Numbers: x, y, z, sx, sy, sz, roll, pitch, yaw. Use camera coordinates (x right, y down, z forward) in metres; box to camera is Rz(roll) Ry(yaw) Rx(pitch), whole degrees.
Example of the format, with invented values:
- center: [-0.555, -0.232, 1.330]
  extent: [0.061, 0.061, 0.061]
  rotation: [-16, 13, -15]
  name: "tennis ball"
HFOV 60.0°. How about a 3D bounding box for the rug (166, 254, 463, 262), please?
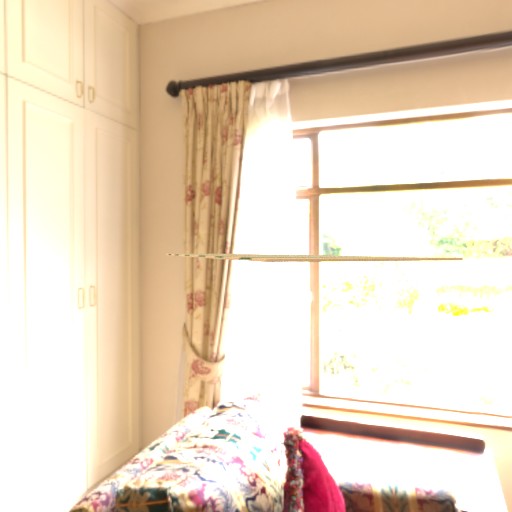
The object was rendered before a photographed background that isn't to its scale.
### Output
- center: [0.000, 0.000, 2.639]
  extent: [0.768, 0.012, 2.438]
  rotation: [0, 1, -19]
  name: "rug"
